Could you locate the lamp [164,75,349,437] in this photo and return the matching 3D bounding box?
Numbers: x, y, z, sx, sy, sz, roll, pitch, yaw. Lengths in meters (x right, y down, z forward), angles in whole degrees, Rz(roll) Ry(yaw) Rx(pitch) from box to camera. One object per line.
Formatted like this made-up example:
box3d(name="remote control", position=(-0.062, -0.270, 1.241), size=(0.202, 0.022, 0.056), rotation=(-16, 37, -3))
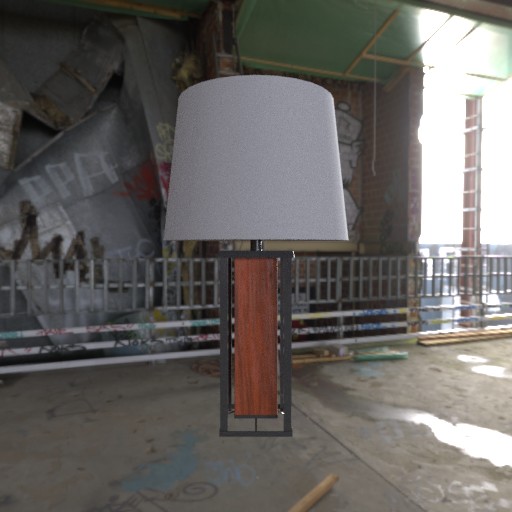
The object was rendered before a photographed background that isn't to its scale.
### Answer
box3d(name="lamp", position=(0.000, 0.000, 0.783), size=(0.320, 0.591, 0.320), rotation=(0, 1, 0))
